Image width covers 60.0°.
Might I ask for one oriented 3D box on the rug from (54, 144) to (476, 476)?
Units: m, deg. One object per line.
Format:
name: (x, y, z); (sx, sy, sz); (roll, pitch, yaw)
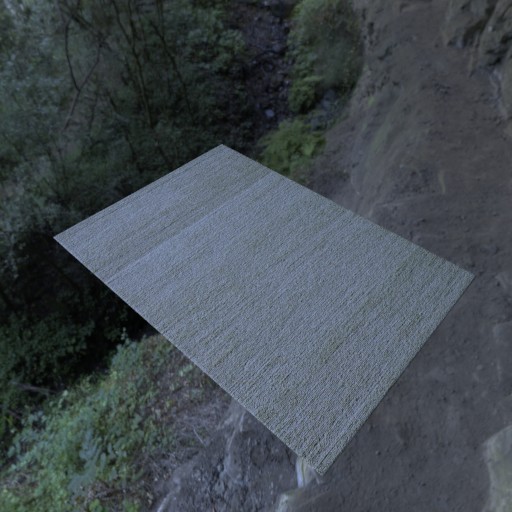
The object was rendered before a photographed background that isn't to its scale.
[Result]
rug: (0.000, 0.000, 5.008); (3.935, 0.025, 2.782); (33, 54, 28)
